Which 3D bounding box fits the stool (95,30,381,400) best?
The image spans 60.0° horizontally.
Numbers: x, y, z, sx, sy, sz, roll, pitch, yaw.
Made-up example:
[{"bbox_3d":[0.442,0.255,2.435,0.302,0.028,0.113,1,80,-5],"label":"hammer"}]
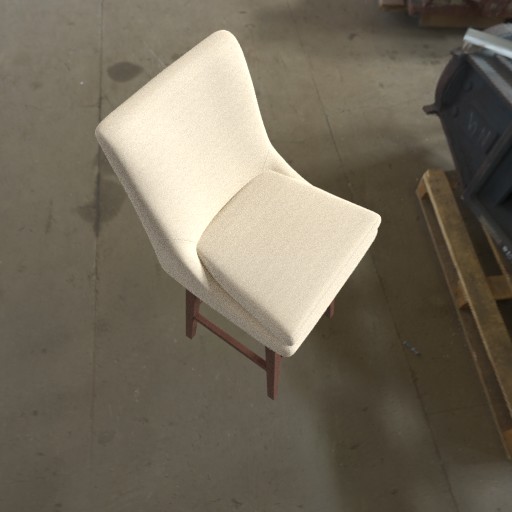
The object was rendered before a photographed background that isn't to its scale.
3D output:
[{"bbox_3d":[0.000,0.000,1.379,0.559,1.093,0.483,32,65,17],"label":"stool"}]
